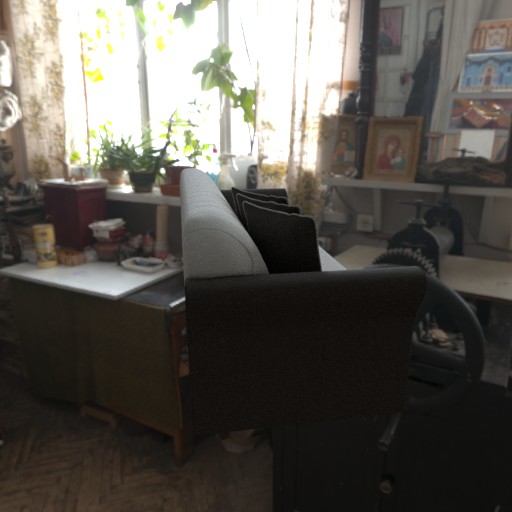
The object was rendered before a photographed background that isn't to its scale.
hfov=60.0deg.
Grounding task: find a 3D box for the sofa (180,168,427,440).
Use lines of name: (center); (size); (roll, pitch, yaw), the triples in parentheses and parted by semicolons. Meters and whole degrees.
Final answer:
sofa: (0.000, 0.000, 2.325); (0.755, 0.787, 2.001); (-3, 17, -9)
